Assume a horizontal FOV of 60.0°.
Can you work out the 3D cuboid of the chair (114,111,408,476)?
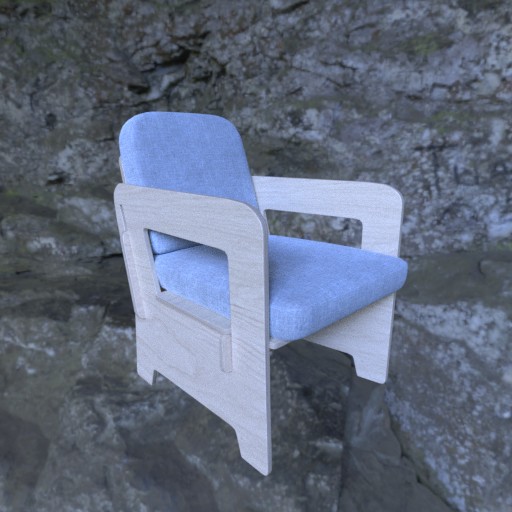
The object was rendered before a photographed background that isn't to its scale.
[{"bbox_3d":[0.000,0.000,1.258,0.710,0.800,0.590,13,19,42],"label":"chair"}]
